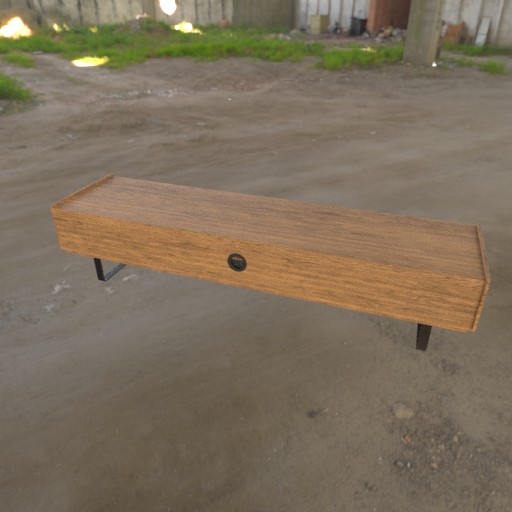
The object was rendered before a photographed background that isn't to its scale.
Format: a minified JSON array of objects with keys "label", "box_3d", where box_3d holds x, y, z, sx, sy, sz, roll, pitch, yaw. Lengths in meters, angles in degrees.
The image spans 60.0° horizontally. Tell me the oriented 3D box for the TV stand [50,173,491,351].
[{"label":"TV stand","box_3d":[0.000,0.000,2.001,1.796,0.415,0.467,10,31,17]}]
